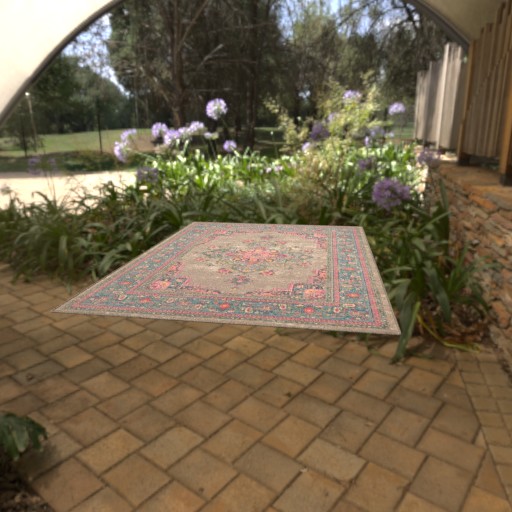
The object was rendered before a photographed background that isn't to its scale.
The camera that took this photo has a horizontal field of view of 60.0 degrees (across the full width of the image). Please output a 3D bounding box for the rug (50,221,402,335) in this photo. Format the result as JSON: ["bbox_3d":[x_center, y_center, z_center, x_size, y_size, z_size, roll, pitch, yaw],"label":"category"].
[{"bbox_3d":[0.000,0.000,3.839,2.005,0.013,2.890,2,15,9],"label":"rug"}]
